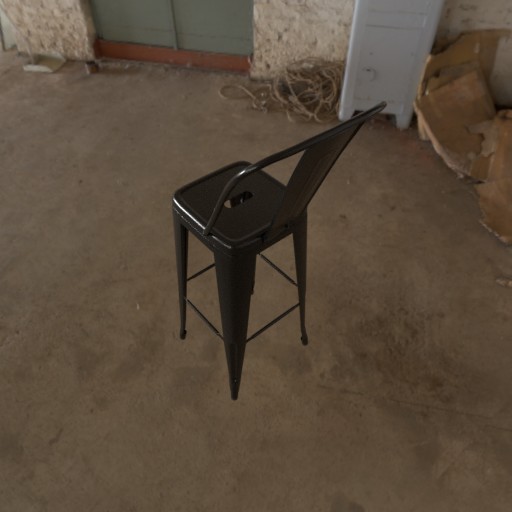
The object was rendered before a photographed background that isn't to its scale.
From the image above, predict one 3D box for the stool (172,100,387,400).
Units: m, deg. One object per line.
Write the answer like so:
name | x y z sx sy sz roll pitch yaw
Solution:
stool | 0.000 0.000 1.332 0.399 1.096 0.513 -31 54 -27
